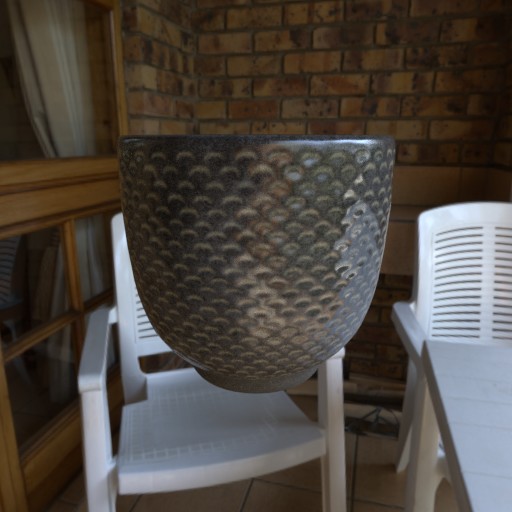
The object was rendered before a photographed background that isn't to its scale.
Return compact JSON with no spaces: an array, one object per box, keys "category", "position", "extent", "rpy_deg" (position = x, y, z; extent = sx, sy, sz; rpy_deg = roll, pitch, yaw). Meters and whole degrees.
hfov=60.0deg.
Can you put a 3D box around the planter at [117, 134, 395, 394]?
[{"category":"planter","position":[0.000,0.000,0.304],"extent":[0.172,0.160,0.172],"rpy_deg":[0,15,0]}]
